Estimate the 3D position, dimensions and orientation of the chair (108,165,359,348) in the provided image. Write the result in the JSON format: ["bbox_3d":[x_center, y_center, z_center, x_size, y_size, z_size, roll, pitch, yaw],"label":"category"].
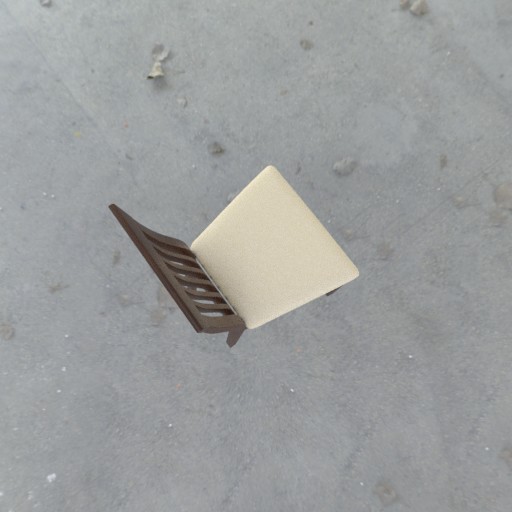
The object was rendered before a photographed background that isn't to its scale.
[{"bbox_3d":[0.000,0.000,1.326,0.474,1.027,0.460,-36,80,-8],"label":"chair"}]
